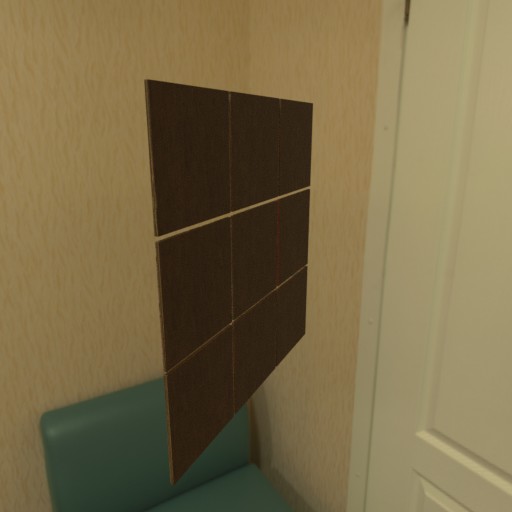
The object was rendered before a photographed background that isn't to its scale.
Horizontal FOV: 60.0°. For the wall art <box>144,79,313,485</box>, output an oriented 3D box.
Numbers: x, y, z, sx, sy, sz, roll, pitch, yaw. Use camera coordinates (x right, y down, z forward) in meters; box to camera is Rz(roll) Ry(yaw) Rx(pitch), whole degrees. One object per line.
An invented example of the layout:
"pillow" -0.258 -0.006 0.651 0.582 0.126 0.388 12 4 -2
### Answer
"wall art" 0.000 0.000 1.775 0.013 1.213 1.215 8 18 25
